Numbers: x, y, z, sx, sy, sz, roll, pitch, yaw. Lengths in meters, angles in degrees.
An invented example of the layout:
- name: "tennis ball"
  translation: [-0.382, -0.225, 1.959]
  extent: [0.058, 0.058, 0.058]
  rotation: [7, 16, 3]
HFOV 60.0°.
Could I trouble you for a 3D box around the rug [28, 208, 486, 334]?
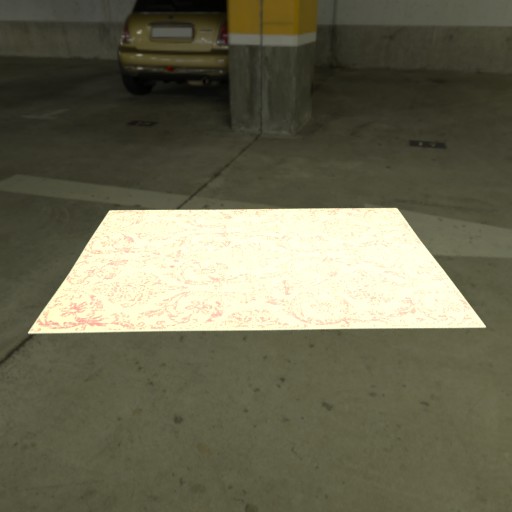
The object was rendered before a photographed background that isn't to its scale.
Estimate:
- name: "rug"
  translation: [0.000, 0.000, 3.445]
  extent: [2.746, 0.018, 1.819]
  rotation: [-1, 29, -1]
